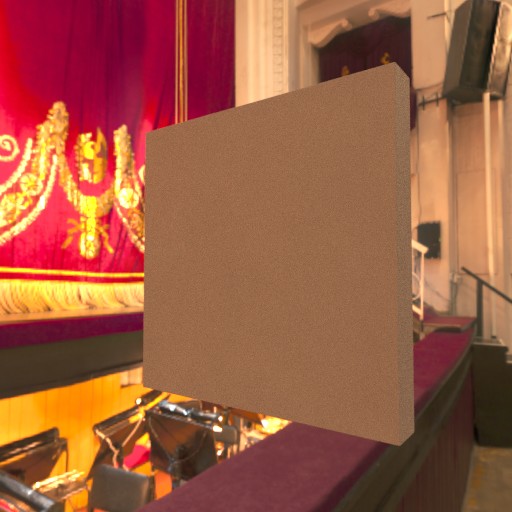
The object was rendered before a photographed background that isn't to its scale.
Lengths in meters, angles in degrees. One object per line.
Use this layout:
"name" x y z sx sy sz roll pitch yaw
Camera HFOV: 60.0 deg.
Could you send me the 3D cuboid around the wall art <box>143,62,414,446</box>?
"wall art" 0.000 0.000 0.456 0.305 0.305 0.038 -2 -3 36
